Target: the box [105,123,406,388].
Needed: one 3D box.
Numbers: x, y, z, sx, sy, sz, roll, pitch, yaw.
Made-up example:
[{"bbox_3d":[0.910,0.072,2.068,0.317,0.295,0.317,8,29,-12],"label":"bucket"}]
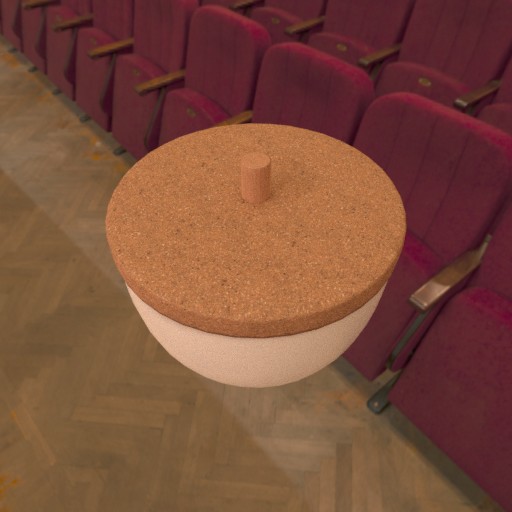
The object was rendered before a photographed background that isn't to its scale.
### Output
[{"bbox_3d":[0.000,0.000,0.183,0.107,0.094,0.107,0,47,0],"label":"box"}]
